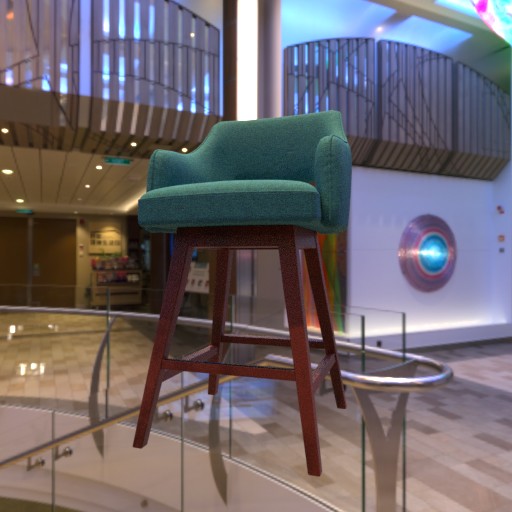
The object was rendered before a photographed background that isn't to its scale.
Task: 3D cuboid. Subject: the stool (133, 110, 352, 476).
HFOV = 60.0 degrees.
[{"bbox_3d":[0.000,0.000,1.293,0.548,0.961,0.556,0,0,18],"label":"stool"}]
